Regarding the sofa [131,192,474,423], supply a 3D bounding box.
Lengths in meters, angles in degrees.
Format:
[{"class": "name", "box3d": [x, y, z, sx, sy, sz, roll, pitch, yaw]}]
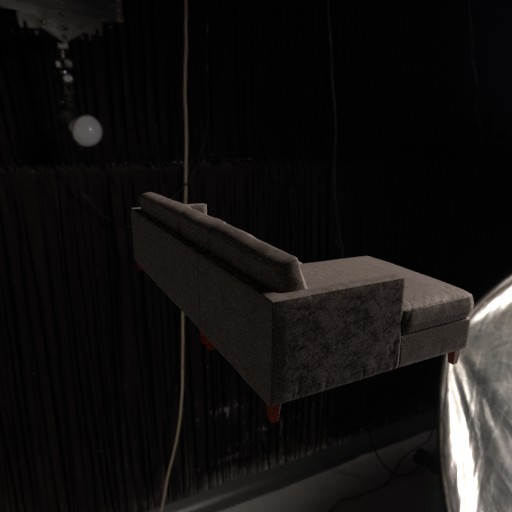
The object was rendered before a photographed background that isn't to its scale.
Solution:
[{"class": "sofa", "box3d": [0.000, 0.000, 4.147, 1.606, 0.954, 3.471, -8, 17, -26]}]
